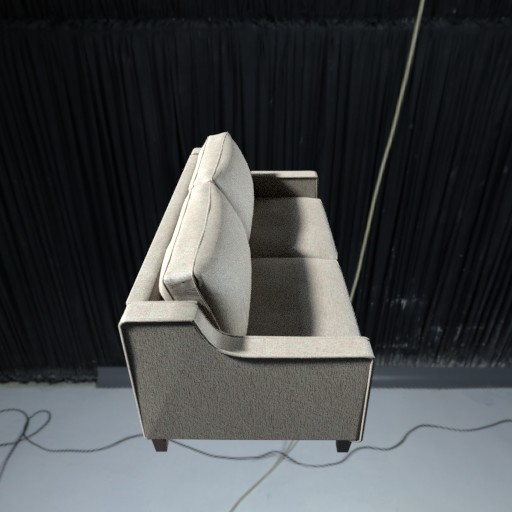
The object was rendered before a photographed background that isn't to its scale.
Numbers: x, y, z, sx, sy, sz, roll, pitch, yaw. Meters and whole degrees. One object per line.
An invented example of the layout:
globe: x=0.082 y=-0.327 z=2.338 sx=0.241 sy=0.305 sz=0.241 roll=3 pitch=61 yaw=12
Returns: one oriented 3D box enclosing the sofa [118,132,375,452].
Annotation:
sofa: x=0.000 y=0.000 z=2.838 sx=1.073 sy=1.074 sz=2.181 roll=0 pitch=31 yaw=0
